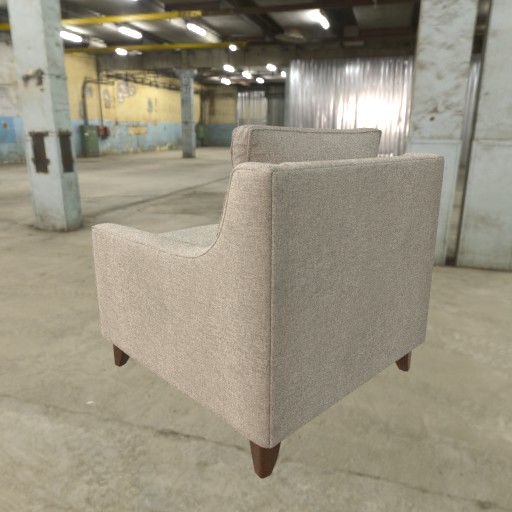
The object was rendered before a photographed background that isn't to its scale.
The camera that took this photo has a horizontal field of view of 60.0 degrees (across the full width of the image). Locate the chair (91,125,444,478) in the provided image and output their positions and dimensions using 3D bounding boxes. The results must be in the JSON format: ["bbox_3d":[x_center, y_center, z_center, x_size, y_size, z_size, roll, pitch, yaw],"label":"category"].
[{"bbox_3d":[0.000,0.000,1.548,0.838,0.864,0.918,-15,21,-43],"label":"chair"}]
